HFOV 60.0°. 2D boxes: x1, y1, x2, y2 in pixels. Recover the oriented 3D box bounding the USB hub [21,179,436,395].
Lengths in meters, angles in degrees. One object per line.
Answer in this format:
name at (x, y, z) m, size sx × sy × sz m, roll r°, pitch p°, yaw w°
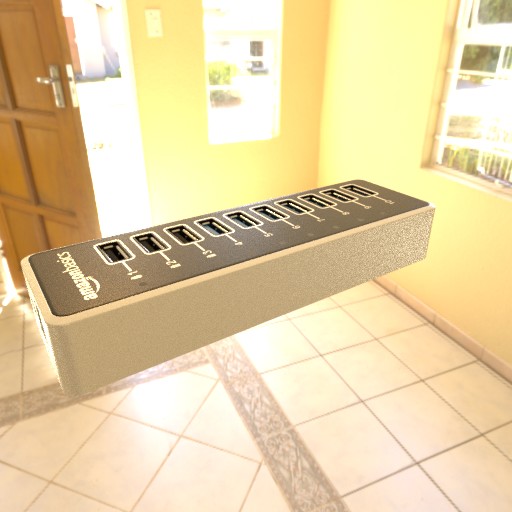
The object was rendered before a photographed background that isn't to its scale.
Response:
USB hub at (0.000, 0.000, 0.159) m, size 0.145 × 0.023 × 0.044 m, roll -17°, pitch 32°, yaw -30°
